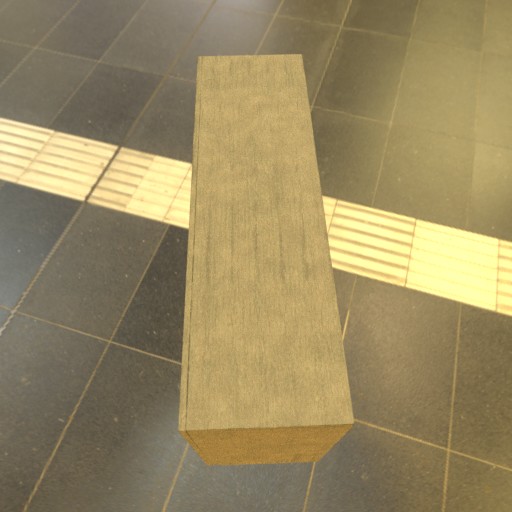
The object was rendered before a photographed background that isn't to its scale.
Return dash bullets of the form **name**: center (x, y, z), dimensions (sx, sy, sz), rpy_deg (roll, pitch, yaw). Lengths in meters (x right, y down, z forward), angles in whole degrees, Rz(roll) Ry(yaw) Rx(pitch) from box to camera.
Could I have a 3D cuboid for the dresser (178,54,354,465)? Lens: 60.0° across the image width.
- **dresser**: center (0.000, 0.000, 2.004), dimensions (0.483, 0.889, 1.628), rpy_deg (-2, 59, -1)
